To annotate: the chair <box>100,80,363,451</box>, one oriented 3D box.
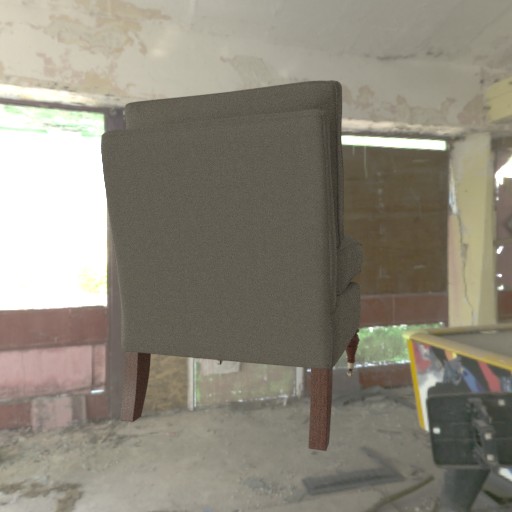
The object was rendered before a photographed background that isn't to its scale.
[{"bbox_3d":[0.000,0.000,1.659,0.724,1.045,0.924,0,1,19],"label":"chair"}]
